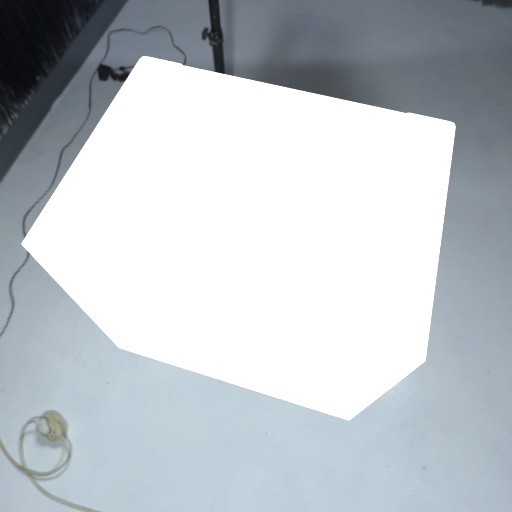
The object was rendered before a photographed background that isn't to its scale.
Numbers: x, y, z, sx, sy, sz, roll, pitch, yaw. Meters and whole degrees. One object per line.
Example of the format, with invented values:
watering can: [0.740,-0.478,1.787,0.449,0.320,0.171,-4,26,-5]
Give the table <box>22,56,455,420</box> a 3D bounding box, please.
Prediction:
table: [0.000,0.000,0.909,0.570,0.510,0.420,15,63,8]
